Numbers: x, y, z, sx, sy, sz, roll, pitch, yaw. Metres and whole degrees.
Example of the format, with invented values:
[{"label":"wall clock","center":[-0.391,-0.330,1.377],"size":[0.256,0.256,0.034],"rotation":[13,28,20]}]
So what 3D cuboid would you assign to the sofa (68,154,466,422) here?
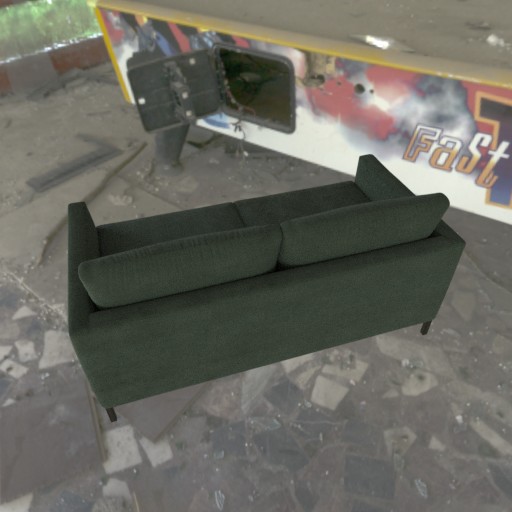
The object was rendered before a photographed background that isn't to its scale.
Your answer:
[{"label":"sofa","center":[0.000,0.000,2.171],"size":[1.676,0.817,0.875],"rotation":[-12,42,-13]}]
